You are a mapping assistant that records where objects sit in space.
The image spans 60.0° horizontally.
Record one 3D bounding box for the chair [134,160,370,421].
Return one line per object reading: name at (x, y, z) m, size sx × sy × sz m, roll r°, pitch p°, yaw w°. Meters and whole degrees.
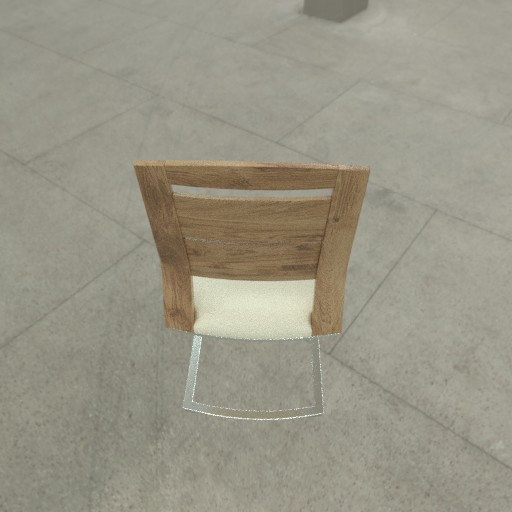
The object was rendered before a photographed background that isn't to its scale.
chair at (0.000, 0.000, 1.261) m, size 0.457 × 0.955 × 0.561 m, roll 2°, pitch 47°, yaw 2°
